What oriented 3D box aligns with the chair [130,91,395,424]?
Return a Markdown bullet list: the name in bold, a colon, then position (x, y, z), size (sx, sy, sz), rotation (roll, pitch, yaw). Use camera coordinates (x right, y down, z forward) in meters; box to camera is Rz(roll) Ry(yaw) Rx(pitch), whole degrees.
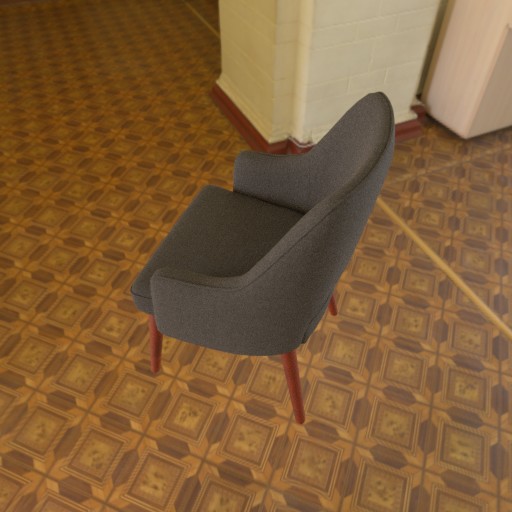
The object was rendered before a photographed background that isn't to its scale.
- **chair**: position (0.000, 0.000, 1.196), size (0.560, 0.838, 0.559), rotation (15, 49, 14)
